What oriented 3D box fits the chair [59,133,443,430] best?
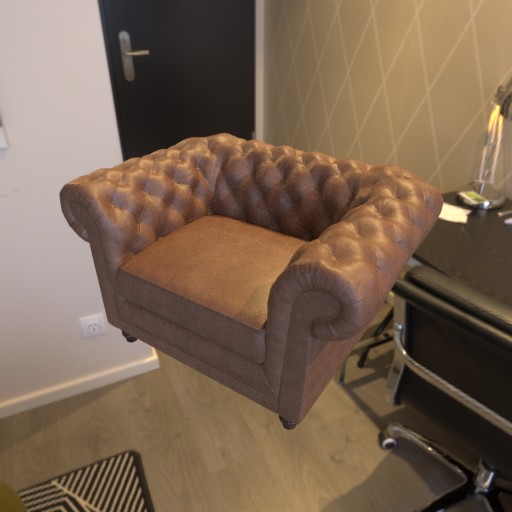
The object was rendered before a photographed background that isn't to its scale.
[{"bbox_3d":[0.000,0.000,1.913,1.298,0.784,0.954,19,36,29],"label":"chair"}]
